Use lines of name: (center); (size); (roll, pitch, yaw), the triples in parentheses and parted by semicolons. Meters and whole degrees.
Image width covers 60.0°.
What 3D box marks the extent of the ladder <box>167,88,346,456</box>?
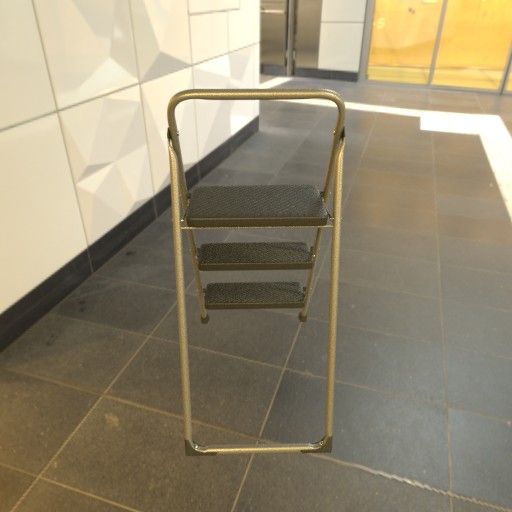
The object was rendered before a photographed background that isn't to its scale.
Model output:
ladder: (0.000, 0.000, 1.278); (0.430, 0.945, 0.629); (-1, 31, -1)
